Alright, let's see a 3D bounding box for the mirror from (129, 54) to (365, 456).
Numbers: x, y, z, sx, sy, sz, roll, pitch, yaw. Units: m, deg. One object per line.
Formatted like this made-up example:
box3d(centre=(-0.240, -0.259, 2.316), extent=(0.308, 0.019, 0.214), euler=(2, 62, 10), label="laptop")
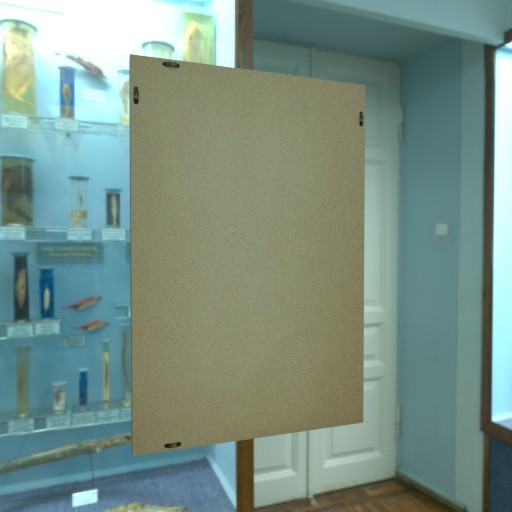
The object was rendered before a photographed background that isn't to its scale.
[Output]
box3d(centre=(0.000, 0.000, 1.119), extent=(0.609, 0.915, 0.040), euler=(0, 1, -19), label="mirror")
